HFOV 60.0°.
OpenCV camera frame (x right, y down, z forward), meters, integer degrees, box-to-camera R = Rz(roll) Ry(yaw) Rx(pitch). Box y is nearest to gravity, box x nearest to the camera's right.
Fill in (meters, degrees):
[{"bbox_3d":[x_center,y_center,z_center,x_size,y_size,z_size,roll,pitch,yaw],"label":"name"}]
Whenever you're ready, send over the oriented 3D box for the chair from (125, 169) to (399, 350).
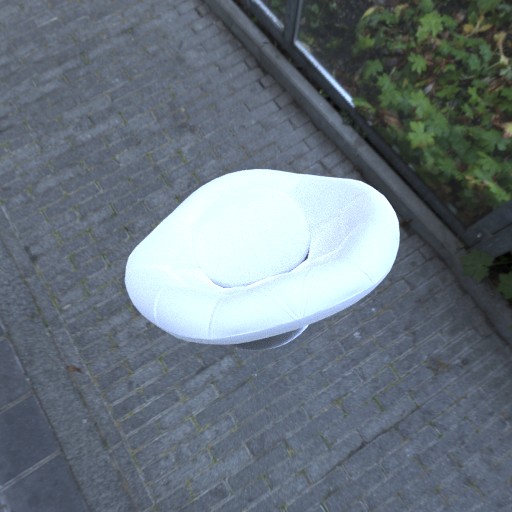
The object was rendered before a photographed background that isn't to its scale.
[{"bbox_3d":[0.000,0.000,1.822,0.940,1.261,0.736,-18,76,-5],"label":"chair"}]
